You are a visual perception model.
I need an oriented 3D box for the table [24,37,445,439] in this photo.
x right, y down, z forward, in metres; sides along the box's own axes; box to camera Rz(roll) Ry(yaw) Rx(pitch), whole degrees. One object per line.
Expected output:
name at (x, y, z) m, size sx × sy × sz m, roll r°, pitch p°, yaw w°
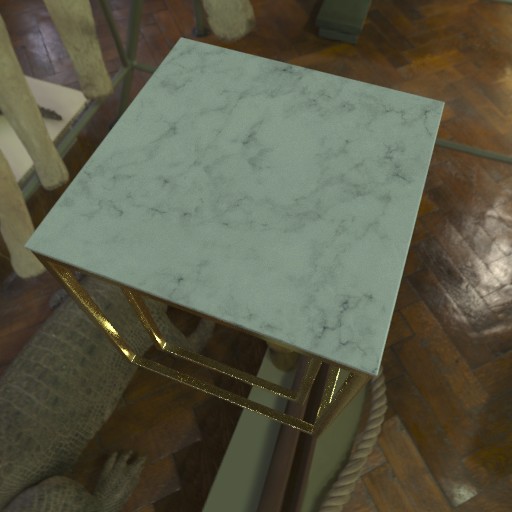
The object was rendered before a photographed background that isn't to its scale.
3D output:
table at (0.000, 0.000, 0.833) m, size 0.450 × 0.500 × 0.450 m, roll 18°, pitch 62°, yaw 10°
